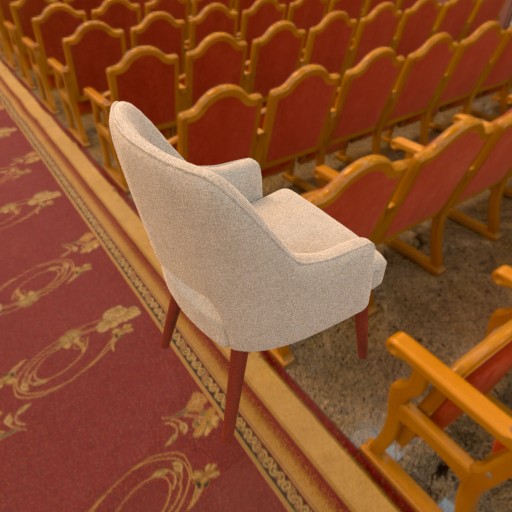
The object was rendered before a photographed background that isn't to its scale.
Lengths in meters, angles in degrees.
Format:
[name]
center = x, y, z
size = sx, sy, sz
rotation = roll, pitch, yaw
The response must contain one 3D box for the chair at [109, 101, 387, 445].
[chair]
center = 0.000, 0.000, 1.208
size = 0.605, 0.849, 0.548
rotation = -24, 45, -26
